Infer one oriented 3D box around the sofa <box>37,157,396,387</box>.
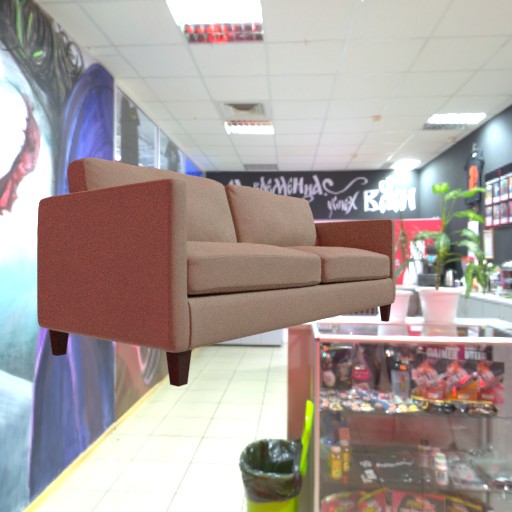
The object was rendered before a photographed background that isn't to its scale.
[{"bbox_3d":[0.000,0.000,2.632,0.948,0.932,2.181,0,0,37],"label":"sofa"}]
